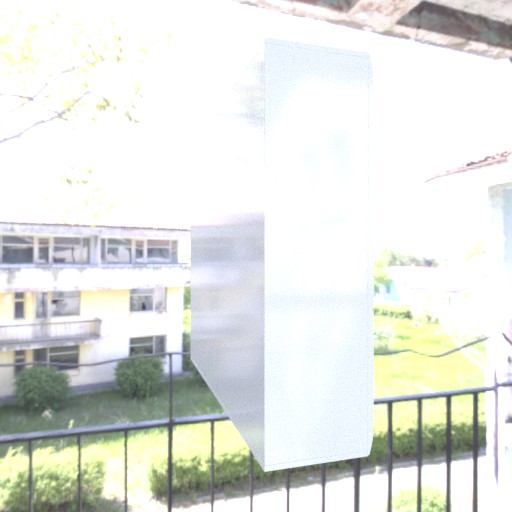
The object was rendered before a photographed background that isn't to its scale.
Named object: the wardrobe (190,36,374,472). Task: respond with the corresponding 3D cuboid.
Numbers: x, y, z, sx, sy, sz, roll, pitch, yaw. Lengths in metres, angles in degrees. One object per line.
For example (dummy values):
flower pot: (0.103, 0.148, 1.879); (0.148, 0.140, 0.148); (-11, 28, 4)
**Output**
wardrobe: (0.000, 0.000, 1.899); (0.360, 1.200, 1.340); (0, 0, -17)
